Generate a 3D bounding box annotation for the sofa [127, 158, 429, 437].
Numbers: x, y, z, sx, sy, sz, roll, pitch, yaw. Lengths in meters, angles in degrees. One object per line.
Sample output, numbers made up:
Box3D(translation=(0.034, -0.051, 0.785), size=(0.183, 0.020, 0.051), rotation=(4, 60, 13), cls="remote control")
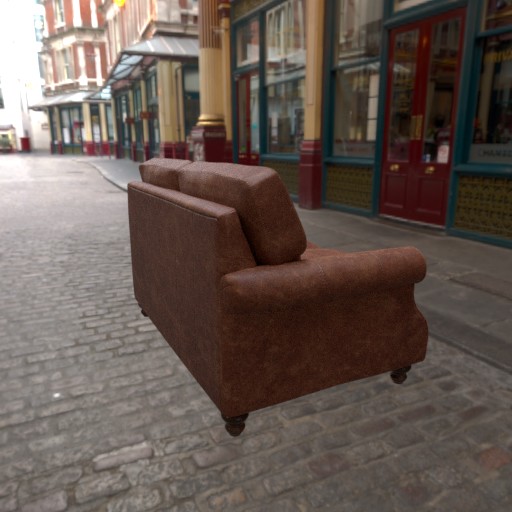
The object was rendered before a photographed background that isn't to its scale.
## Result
Box3D(translation=(0.000, 0.000, 2.274), size=(0.990, 0.967, 1.616), rotation=(-7, 15, -26), cls="sofa")
